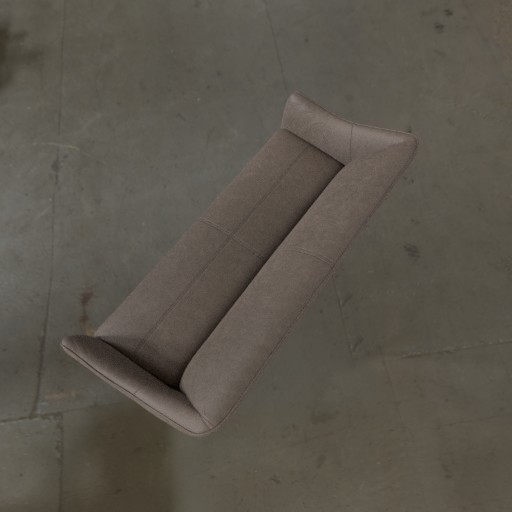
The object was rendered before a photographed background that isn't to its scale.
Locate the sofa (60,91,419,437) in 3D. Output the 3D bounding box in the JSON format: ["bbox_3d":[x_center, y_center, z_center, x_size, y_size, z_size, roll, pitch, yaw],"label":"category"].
[{"bbox_3d":[0.000,0.000,2.408,0.869,0.831,1.928,33,69,15],"label":"sofa"}]
